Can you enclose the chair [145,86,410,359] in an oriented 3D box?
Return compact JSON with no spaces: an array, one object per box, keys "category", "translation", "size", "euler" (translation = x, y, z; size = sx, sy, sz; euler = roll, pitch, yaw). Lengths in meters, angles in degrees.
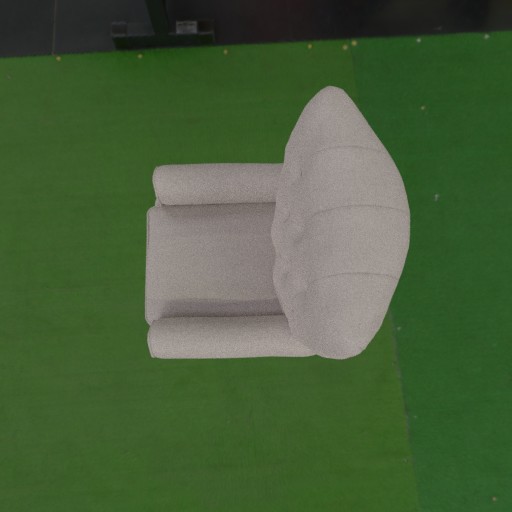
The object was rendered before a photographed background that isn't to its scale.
[{"category":"chair","translation":[0.000,0.000,1.966],"size":[1.025,1.209,0.942],"euler":[-1,75,0]}]
